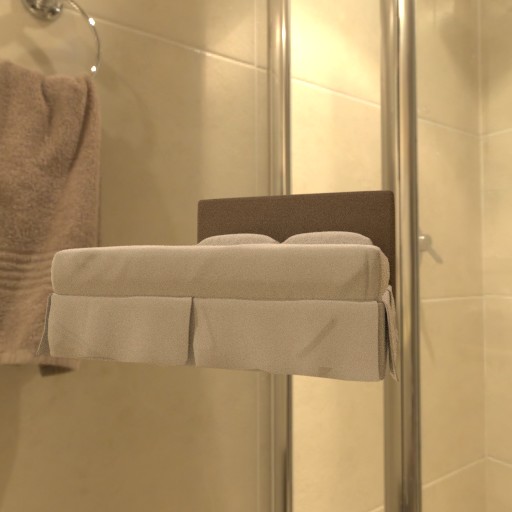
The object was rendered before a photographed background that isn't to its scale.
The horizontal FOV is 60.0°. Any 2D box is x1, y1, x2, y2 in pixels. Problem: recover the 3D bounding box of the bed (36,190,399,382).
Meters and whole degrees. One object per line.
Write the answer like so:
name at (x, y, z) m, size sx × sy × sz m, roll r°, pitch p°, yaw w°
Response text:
bed at (0.000, 0.000, 3.481) m, size 2.119 × 1.317 × 2.341 m, roll -1°, pitch -2°, yaw 18°
